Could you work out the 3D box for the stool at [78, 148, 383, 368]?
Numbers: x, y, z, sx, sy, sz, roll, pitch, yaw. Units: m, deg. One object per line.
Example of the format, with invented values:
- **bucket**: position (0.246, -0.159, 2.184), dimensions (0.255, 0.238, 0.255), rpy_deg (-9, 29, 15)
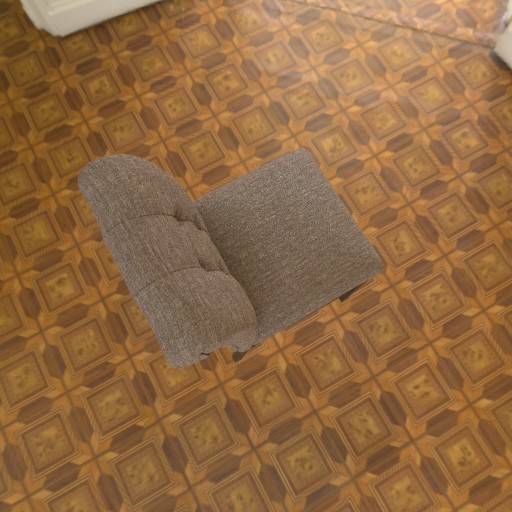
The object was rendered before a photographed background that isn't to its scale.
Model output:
- **stool**: position (0.000, 0.000, 1.317), dimensions (0.611, 0.970, 0.457), rpy_deg (-29, 76, -8)
